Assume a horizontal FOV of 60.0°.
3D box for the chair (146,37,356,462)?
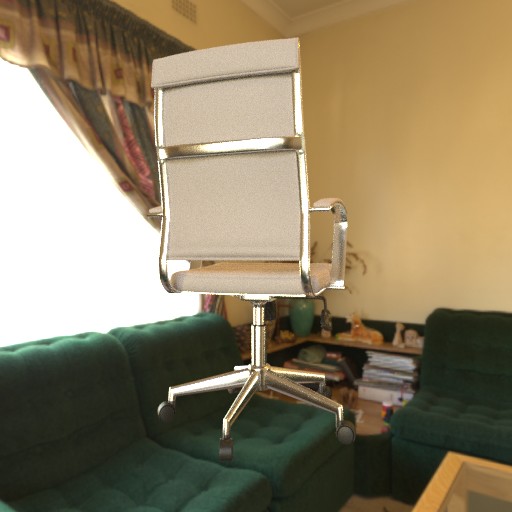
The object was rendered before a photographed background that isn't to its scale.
[{"bbox_3d":[0.000,0.000,1.518,0.679,1.149,0.667,0,0,18],"label":"chair"}]
